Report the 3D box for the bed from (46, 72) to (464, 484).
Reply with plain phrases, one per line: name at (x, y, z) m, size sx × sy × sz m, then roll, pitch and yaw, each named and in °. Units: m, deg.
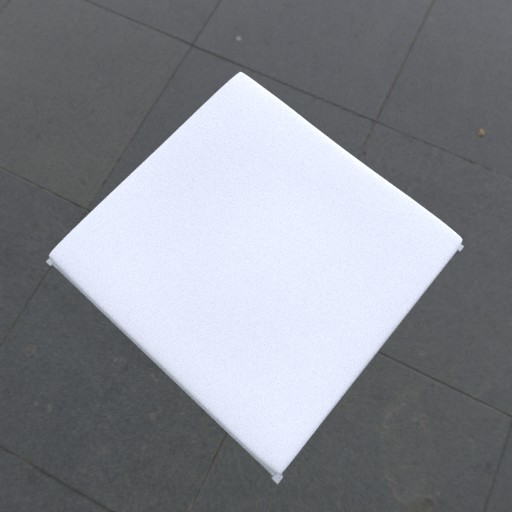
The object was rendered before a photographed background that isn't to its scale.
bed at (0.000, 0.000, 3.081) m, size 2.108 × 0.510 × 2.007 m, roll 40°, pitch 78°, yaw 11°
